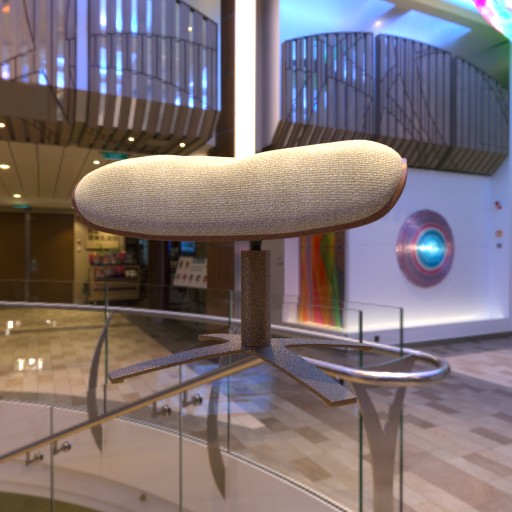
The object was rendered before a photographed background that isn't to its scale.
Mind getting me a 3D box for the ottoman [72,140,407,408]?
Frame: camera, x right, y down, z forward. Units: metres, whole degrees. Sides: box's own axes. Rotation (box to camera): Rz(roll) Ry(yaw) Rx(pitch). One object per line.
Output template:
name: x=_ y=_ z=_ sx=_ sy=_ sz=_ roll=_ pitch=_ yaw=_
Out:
ottoman: x=0.000 y=0.000 z=0.812 sx=0.520 sy=0.391 sz=0.394 roll=0 pitch=0 yaw=18
